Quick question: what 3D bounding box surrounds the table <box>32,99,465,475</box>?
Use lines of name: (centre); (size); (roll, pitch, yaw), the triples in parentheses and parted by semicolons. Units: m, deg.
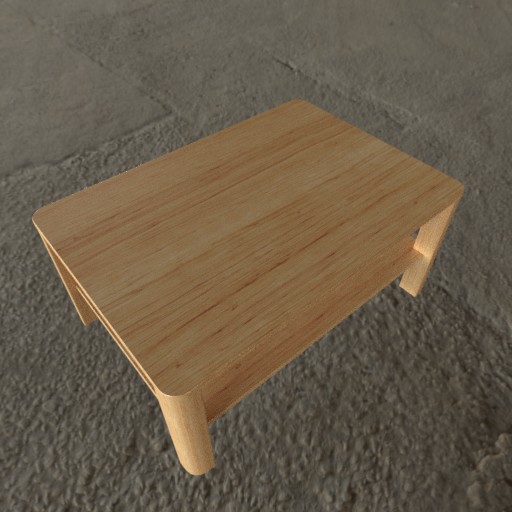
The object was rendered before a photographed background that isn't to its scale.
table: (0.000, 0.000, 1.371); (0.997, 0.445, 0.696); (-31, 54, -26)
